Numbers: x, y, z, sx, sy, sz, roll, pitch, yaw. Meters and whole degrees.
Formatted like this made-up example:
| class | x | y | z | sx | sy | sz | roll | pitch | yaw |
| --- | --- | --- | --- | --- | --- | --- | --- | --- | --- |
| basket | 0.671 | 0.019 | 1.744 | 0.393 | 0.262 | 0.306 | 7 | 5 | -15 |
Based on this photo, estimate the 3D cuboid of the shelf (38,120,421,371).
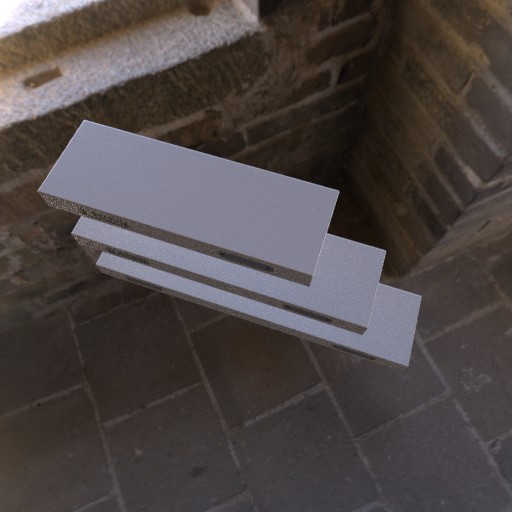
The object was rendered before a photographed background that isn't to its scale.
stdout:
| class | x | y | z | sx | sy | sz | roll | pitch | yaw |
| --- | --- | --- | --- | --- | --- | --- | --- | --- | --- |
| shelf | 0.000 | 0.000 | 0.748 | 0.610 | 0.293 | 0.140 | 17 | 66 | 8 |
